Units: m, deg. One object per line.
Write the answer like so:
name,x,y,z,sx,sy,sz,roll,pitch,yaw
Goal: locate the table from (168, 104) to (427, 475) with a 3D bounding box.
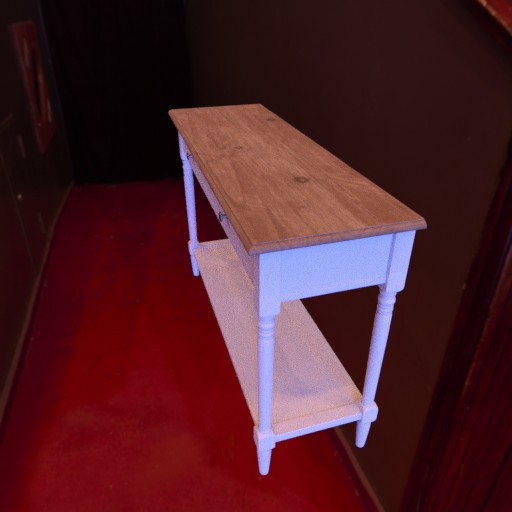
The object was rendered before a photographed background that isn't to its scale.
table,0.000,0.000,1.603,0.399,0.800,1.219,-9,32,-14
